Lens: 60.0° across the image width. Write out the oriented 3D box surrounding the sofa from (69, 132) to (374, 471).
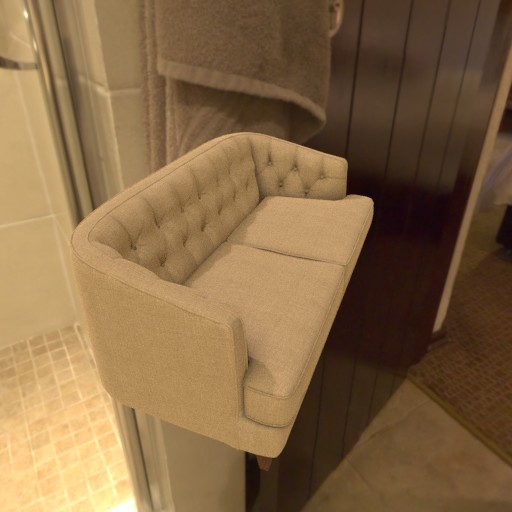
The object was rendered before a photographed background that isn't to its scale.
[{"bbox_3d":[0.000,0.000,2.234,0.941,0.855,1.733,11,32,19],"label":"sofa"}]
